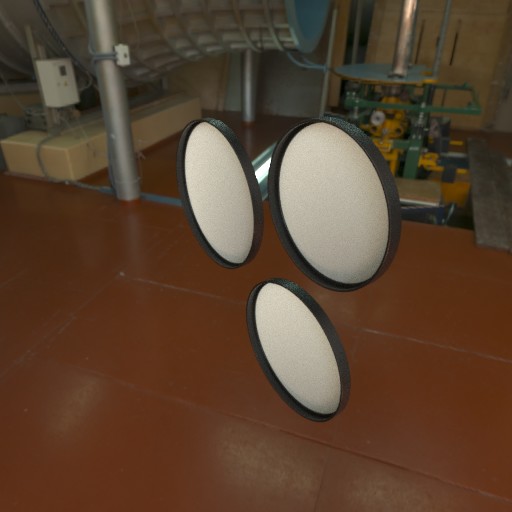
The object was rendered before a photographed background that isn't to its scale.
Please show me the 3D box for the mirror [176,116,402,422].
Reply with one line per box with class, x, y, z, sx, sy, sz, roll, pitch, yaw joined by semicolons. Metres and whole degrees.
mirror;0.000;0.000;3.068;0.076;2.096;2.160;-20;36;-30
